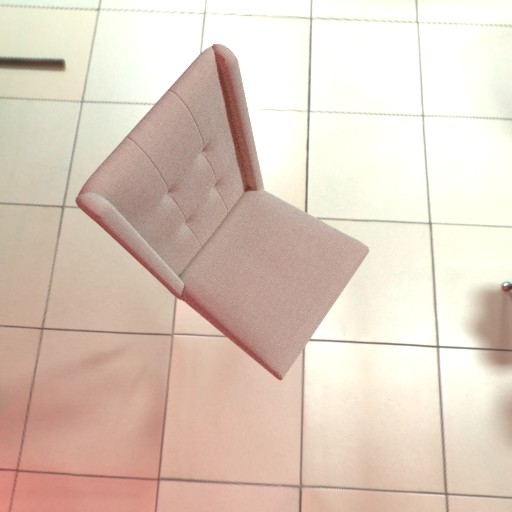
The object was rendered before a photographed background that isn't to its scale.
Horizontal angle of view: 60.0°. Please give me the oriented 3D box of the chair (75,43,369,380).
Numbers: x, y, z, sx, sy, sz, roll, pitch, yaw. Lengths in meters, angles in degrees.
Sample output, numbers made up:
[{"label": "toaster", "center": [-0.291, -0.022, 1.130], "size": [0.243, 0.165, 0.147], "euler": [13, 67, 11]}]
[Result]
[{"label": "chair", "center": [0.000, 0.000, 1.261], "size": [0.523, 0.961, 0.474], "euler": [35, 77, 9]}]
